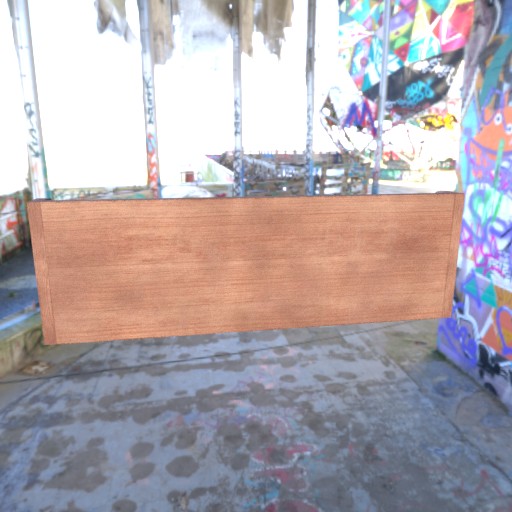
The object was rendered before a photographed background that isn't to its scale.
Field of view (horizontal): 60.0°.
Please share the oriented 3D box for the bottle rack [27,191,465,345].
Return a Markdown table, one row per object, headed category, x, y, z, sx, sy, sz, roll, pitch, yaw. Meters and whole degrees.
| category | x | y | z | sx | sy | sz | roll | pitch | yaw |
| --- | --- | --- | --- | --- | --- | --- | --- | --- | --- |
| bottle rack | 0.000 | 0.000 | 0.692 | 0.608 | 0.196 | 0.126 | -2 | 14 | -9 |
